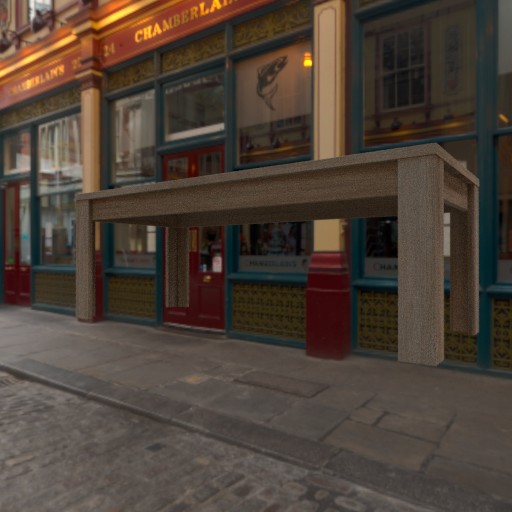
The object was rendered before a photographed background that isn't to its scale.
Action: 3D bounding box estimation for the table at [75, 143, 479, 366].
[{"bbox_3d":[0.000,0.000,2.567,2.200,0.790,0.900,0,0,35],"label":"table"}]
